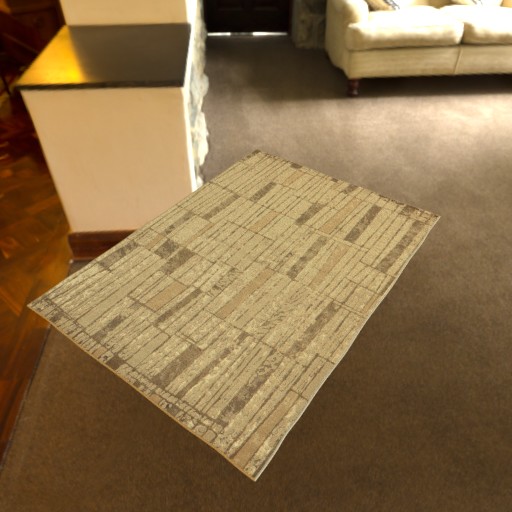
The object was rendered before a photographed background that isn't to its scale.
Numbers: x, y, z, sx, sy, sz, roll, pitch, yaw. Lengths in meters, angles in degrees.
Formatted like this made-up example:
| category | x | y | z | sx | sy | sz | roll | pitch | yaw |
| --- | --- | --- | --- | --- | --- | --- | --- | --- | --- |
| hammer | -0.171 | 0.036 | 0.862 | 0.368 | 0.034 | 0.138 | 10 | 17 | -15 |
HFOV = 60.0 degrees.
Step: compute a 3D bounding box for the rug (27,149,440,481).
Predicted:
| category | x | y | z | sx | sy | sz | roll | pitch | yaw |
| --- | --- | --- | --- | --- | --- | --- | --- | --- | --- |
| rug | 0.000 | 0.000 | 4.275 | 2.449 | 0.019 | 3.357 | 26 | 49 | 26 |
